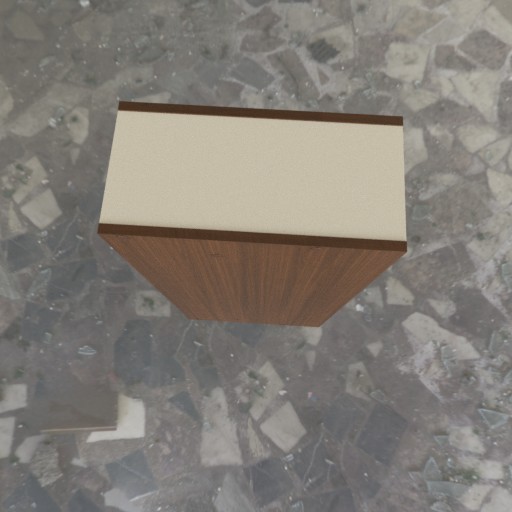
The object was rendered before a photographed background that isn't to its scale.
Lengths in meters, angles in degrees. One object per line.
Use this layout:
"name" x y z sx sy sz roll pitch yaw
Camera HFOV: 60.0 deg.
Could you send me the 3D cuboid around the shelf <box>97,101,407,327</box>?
"shelf" 0.000 0.000 0.721 0.290 0.600 0.147 3 74 1
